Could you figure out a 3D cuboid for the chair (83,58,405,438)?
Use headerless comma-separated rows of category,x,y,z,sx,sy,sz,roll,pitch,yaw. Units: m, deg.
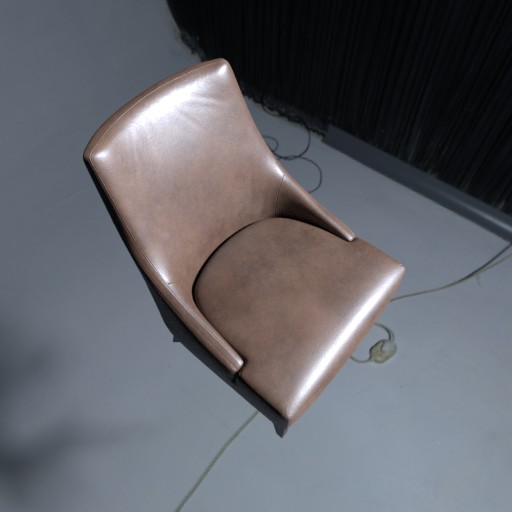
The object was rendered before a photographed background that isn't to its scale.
chair,0.000,0.000,1.499,0.861,0.909,0.701,35,64,20
